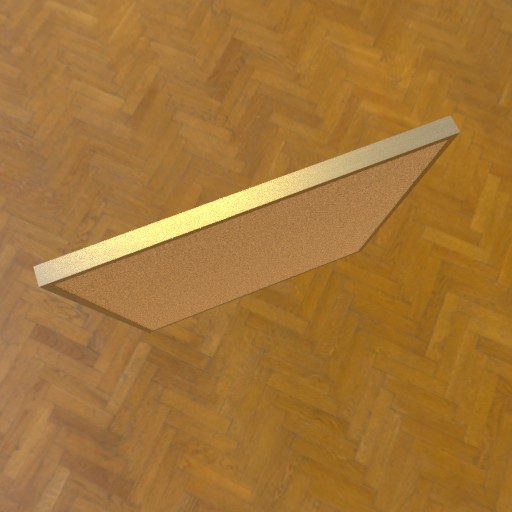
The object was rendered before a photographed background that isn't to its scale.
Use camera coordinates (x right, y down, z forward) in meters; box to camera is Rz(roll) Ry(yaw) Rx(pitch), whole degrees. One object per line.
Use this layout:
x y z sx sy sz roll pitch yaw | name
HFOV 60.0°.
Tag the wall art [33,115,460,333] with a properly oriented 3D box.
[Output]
0.000 0.000 1.184 0.806 0.806 0.038 -21 76 -6 | wall art
